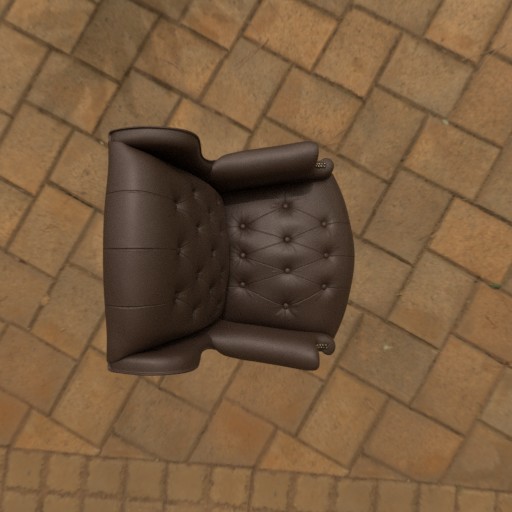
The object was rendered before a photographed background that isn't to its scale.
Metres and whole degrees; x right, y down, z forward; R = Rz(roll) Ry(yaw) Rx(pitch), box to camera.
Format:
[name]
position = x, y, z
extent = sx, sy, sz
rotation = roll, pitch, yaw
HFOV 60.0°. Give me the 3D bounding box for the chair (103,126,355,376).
[chair]
position = 0.000, 0.000, 1.700
extent = 0.819, 1.132, 0.829
rotation = 0, 88, 1
